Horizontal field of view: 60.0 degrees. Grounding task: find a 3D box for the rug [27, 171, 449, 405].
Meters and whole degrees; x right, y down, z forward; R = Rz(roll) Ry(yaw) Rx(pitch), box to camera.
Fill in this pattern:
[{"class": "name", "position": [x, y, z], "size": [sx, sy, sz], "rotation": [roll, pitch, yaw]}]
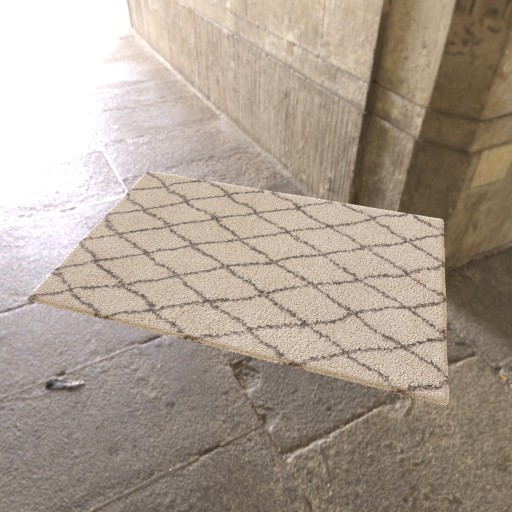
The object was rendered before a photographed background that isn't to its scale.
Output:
[{"class": "rug", "position": [0.000, 0.000, 3.367], "size": [2.743, 0.030, 1.778], "rotation": [11, 42, 13]}]
